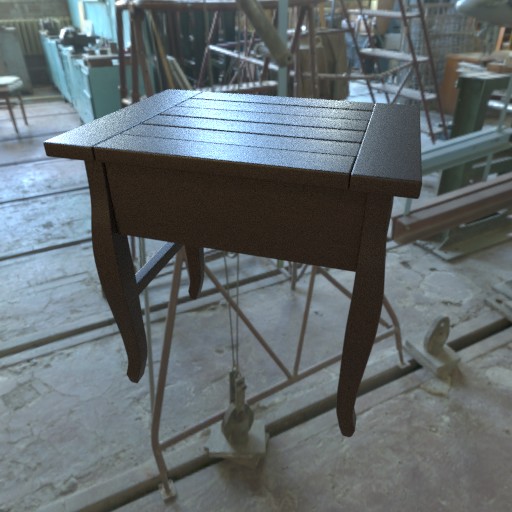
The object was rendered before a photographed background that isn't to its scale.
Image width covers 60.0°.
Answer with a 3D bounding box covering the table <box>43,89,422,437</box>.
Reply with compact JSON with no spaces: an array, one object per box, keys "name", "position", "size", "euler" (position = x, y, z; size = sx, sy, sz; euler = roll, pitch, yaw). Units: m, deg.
[{"name":"table","position":[0.000,0.000,1.006],"size":[0.602,0.605,0.460],"euler":[9,33,15]}]
